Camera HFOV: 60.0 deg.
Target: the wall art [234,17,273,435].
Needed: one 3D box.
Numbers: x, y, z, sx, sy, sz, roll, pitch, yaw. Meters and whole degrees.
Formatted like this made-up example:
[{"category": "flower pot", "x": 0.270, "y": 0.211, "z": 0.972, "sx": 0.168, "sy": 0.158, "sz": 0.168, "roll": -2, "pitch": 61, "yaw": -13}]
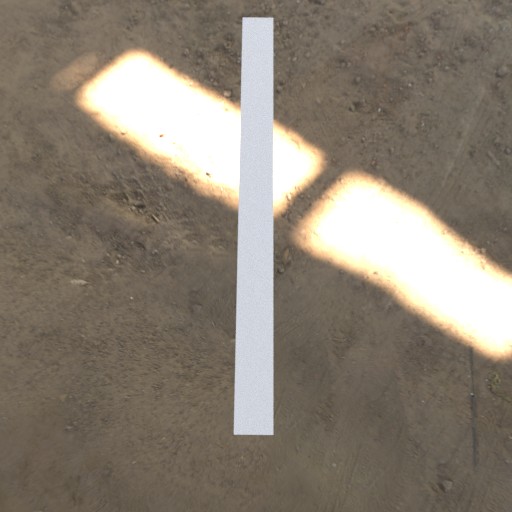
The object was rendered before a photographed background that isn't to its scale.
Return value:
[{"category": "wall art", "x": 0.000, "y": 0.000, "z": 0.454, "sx": 0.024, "sy": 0.304, "sz": 0.304, "roll": 1, "pitch": 75, "yaw": 0}]
